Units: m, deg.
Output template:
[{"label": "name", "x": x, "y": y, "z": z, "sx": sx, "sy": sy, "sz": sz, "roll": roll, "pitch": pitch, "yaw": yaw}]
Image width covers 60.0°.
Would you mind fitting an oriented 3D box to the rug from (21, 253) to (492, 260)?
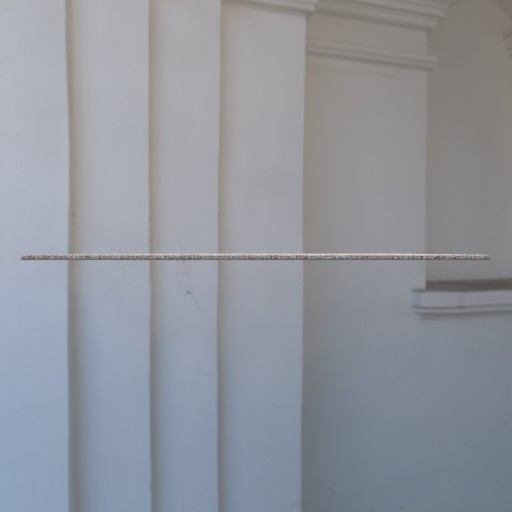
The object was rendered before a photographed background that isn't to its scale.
[{"label": "rug", "x": 0.000, "y": 0.000, "z": 3.449, "sx": 2.743, "sy": 0.030, "sz": 1.778, "roll": 0, "pitch": 1, "yaw": 0}]
